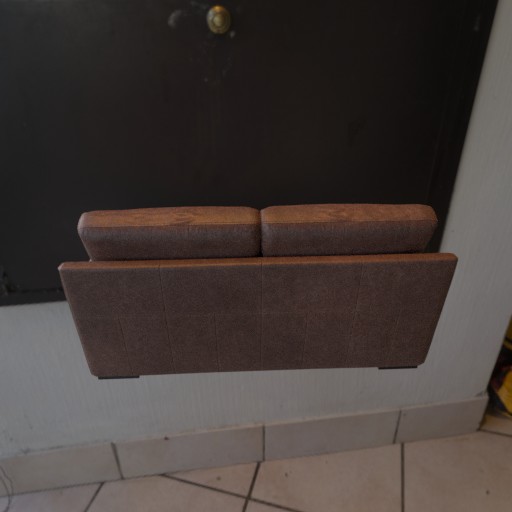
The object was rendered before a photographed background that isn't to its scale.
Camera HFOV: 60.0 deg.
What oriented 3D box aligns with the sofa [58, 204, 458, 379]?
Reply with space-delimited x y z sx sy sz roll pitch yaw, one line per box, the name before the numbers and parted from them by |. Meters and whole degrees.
sofa | 0.000 0.000 2.599 1.880 0.939 1.143 -1 30 -2
